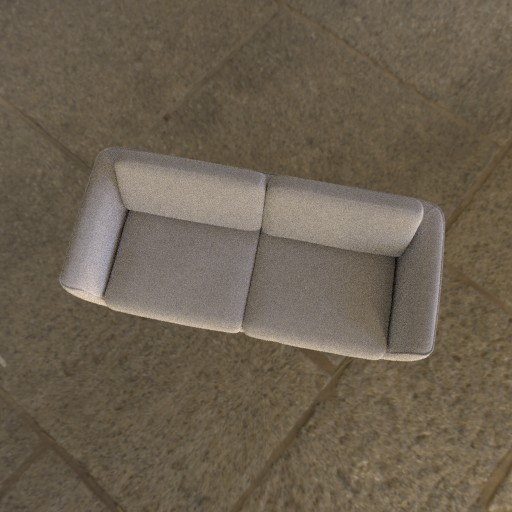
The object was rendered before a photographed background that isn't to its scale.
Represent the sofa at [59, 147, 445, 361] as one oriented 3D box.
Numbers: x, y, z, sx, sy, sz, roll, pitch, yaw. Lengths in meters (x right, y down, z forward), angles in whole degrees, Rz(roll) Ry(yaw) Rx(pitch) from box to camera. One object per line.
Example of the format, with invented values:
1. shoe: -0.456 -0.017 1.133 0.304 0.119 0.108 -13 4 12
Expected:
1. sofa: 0.000 0.000 2.570 2.000 0.850 0.920 10 74 3
